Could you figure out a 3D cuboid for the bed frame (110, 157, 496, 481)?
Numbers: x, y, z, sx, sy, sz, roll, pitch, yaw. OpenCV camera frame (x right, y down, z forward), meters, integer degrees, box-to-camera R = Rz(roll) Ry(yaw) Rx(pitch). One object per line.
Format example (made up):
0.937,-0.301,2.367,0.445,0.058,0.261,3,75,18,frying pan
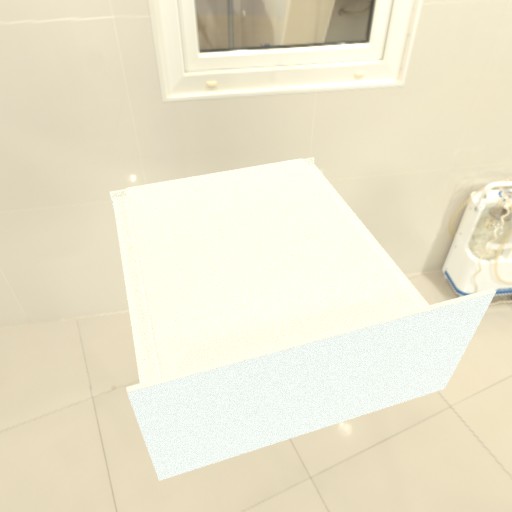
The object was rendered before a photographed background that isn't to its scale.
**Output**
0.000,0.000,2.755,1.622,0.800,1.960,-12,44,-13,bed frame
